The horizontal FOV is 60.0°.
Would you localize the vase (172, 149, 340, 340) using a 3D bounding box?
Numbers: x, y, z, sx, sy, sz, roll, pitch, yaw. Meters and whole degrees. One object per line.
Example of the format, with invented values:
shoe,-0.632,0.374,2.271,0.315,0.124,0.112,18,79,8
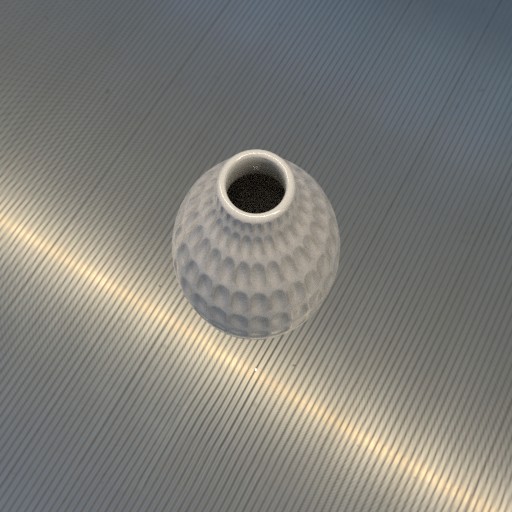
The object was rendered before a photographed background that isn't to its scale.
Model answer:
vase,0.000,0.000,0.350,0.127,0.282,0.127,0,76,0
